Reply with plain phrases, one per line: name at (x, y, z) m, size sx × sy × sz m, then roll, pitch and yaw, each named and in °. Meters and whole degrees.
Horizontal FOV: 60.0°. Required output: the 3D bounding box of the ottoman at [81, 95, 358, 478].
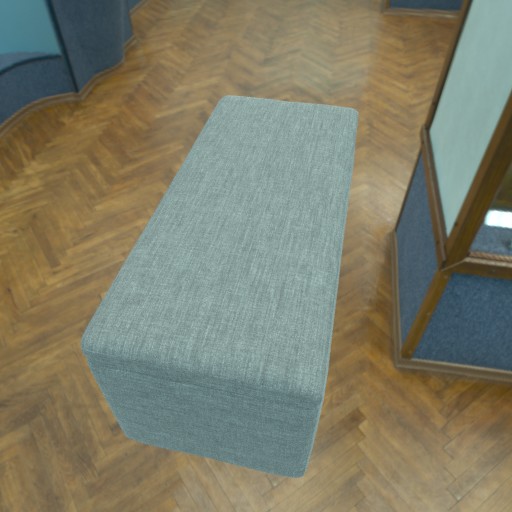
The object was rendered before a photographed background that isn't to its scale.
ottoman at (0.000, 0.000, 1.112) m, size 0.419 × 0.432 × 0.902 m, roll 9°, pitch 47°, yaw 9°
